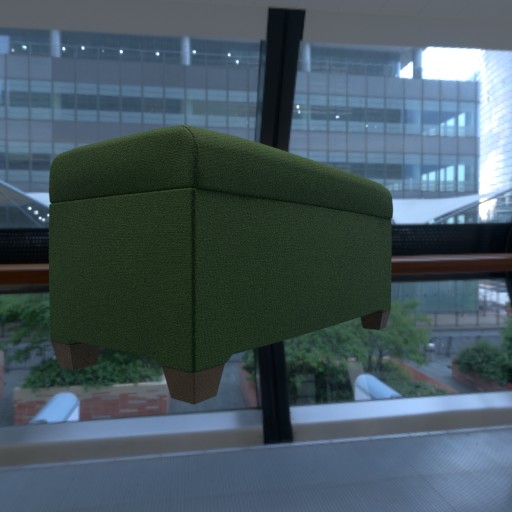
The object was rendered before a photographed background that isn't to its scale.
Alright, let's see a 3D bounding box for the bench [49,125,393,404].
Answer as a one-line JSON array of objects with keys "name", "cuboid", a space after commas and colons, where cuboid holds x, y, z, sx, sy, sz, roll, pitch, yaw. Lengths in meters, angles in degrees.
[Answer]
[{"name": "bench", "cuboid": [0.000, 0.000, 1.261, 0.505, 0.501, 0.989, 1, 1, 36]}]
